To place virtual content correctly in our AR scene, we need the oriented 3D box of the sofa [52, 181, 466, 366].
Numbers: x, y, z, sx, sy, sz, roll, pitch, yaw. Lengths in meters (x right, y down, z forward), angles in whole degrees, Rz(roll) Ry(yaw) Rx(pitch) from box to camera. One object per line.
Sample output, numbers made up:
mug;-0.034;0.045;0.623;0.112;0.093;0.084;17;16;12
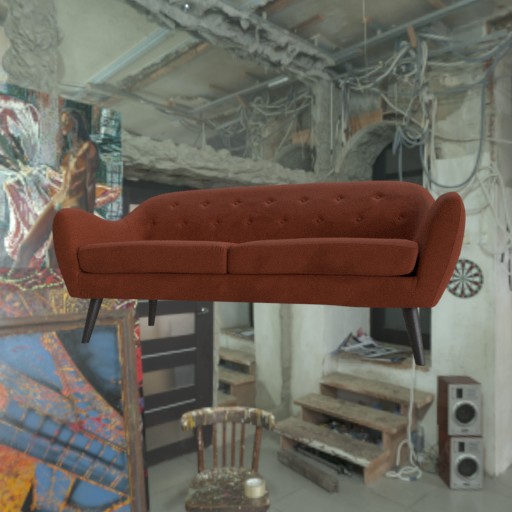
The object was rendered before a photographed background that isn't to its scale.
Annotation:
sofa;0.000;0.000;2.223;1.840;0.836;0.820;0;-1;17
